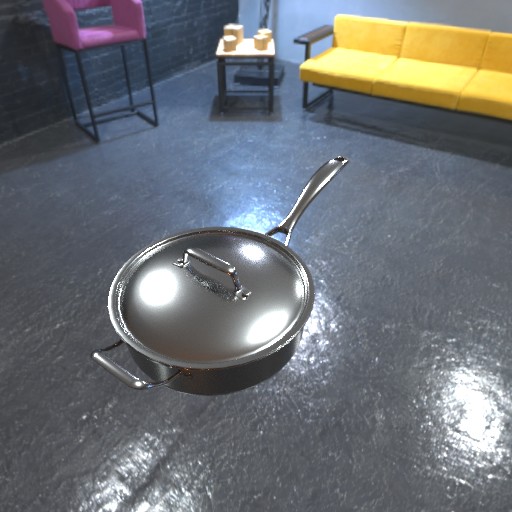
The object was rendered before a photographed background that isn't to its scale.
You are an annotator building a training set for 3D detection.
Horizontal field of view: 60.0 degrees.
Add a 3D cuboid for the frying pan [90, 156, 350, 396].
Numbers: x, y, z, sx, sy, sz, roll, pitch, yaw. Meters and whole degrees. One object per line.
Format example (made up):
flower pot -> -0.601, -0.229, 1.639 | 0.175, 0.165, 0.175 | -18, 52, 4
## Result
frying pan -> 0.000, 0.000, 0.600 | 0.245, 0.111, 0.492 | 24, 45, 27
